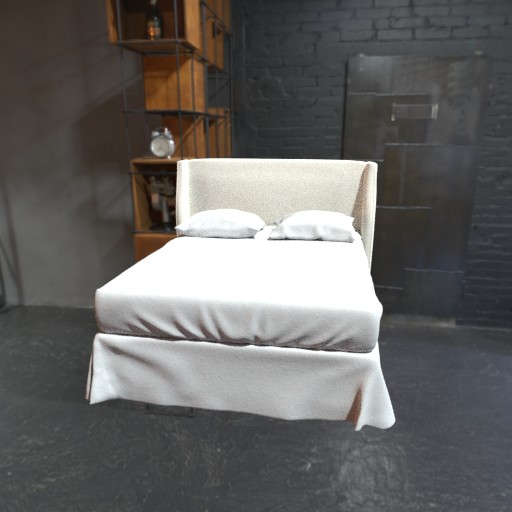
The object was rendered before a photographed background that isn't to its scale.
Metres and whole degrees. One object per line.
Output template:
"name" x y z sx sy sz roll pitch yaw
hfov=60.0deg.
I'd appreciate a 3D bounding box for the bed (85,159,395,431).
"bed" 0.000 0.000 3.412 1.925 1.332 2.276 3 16 9
